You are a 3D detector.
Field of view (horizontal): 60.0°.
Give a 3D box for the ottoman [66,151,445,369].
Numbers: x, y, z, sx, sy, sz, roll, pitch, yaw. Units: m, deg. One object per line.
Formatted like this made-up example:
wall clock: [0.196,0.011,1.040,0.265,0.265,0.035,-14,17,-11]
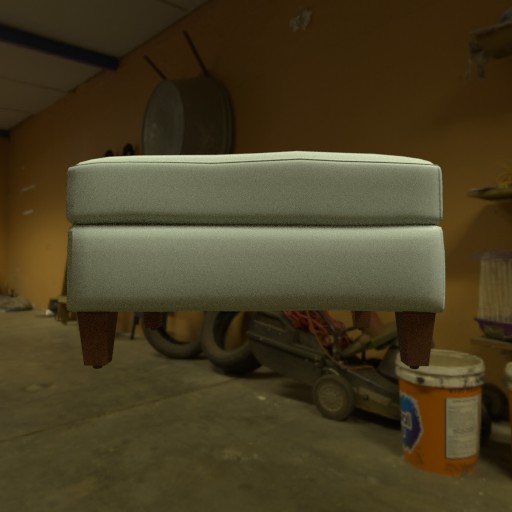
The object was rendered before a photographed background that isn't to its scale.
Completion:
ottoman: [0.000,0.000,1.230,0.818,0.496,0.634,0,0,0]
